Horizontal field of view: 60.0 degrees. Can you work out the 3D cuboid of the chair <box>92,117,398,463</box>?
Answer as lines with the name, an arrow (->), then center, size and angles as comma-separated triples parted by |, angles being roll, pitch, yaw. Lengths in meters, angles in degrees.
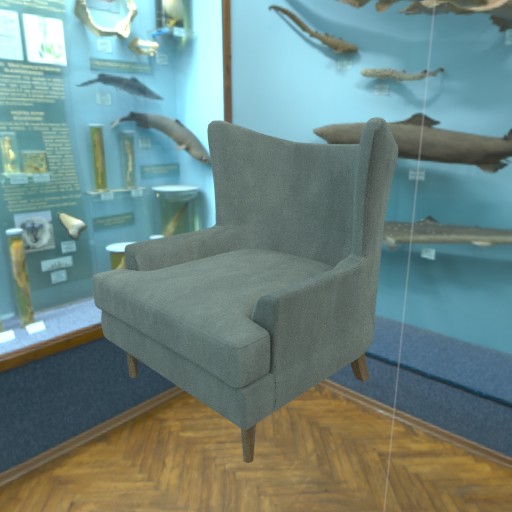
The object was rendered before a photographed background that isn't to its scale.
chair -> 0.000, 0.000, 1.599 | 0.784, 0.950, 0.906 | 15, 22, 43
